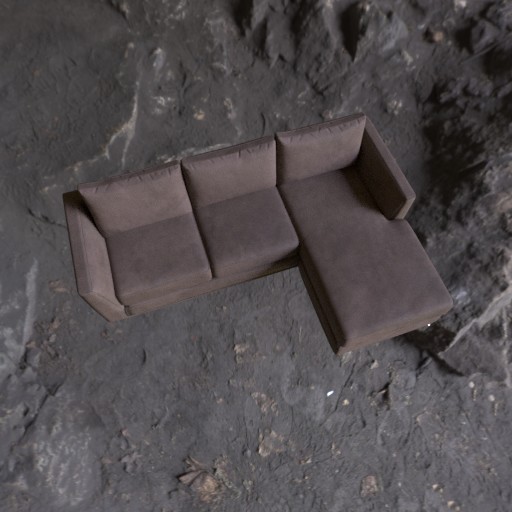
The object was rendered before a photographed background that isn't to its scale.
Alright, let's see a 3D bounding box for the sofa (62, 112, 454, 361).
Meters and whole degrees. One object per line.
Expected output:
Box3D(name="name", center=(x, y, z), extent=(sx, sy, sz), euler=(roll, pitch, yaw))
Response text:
Box3D(name="sofa", center=(0.000, 0.000, 3.258), extent=(2.438, 0.987, 1.622), euler=(-16, 64, -8))
